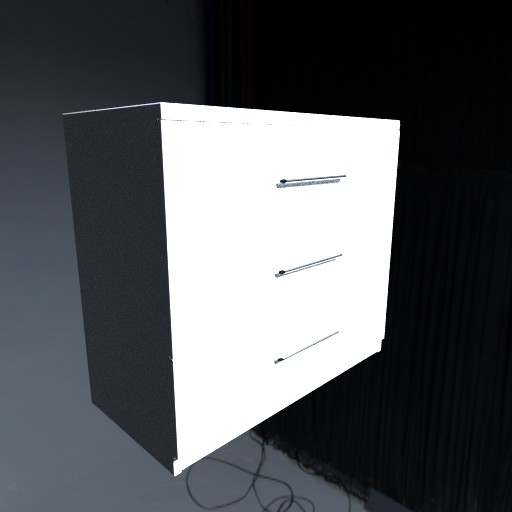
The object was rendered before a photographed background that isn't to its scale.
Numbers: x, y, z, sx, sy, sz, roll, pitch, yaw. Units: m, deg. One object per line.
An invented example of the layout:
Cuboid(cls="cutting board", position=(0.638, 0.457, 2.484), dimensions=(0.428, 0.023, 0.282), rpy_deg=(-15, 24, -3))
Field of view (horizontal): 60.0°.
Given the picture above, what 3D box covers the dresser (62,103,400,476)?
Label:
Cuboid(cls="dresser", position=(0.000, 0.000, 1.240), dimensions=(0.830, 0.740, 0.420), rpy_deg=(-14, 20, -43))
